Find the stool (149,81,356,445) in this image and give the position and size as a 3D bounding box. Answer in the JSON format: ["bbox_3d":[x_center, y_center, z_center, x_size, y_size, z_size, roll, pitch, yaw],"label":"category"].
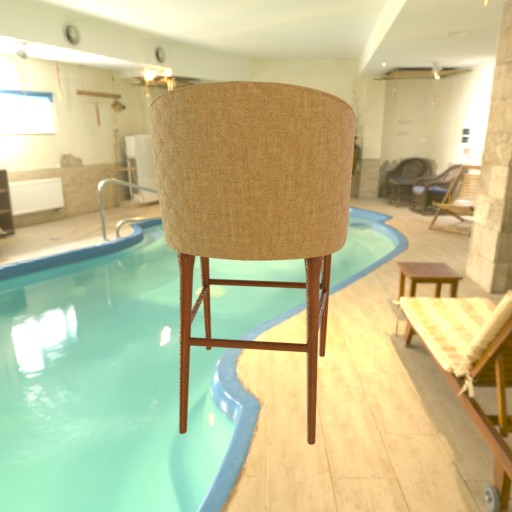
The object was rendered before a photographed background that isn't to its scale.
[{"bbox_3d":[0.000,0.000,1.373,0.559,0.952,0.635,2,16,7],"label":"stool"}]
